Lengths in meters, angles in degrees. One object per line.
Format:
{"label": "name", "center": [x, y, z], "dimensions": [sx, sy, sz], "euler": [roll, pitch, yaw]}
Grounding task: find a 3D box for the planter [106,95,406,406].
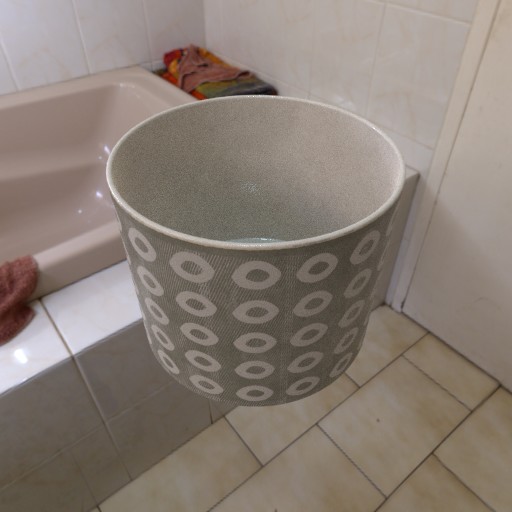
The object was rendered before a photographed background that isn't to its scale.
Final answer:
{"label": "planter", "center": [0.000, 0.000, 0.349], "dimensions": [0.190, 0.181, 0.190], "euler": [0, 42, 0]}
